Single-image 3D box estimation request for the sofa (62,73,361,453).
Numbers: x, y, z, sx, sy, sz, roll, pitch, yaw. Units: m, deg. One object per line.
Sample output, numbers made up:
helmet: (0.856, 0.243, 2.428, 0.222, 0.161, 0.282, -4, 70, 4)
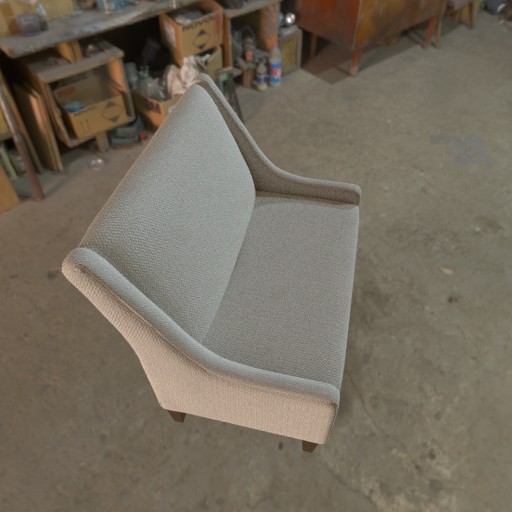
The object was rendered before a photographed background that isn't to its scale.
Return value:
sofa: (0.000, 0.000, 1.931, 0.870, 1.022, 1.242, 10, 48, 9)
